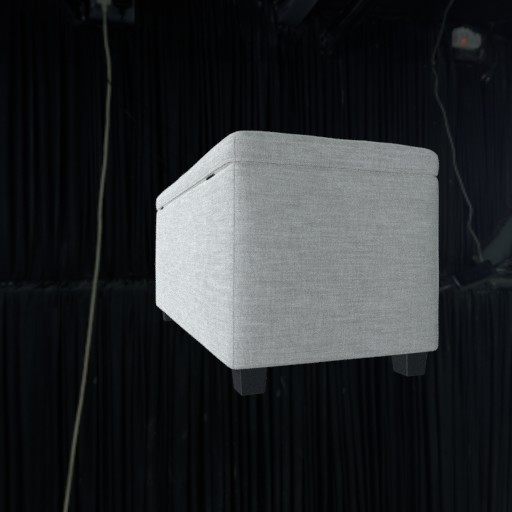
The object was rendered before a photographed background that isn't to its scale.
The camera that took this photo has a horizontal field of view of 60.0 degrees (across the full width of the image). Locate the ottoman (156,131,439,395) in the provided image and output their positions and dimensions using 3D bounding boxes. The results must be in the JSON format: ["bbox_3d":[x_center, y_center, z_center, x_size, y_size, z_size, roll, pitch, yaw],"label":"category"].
[{"bbox_3d":[0.000,0.000,1.151,0.419,0.432,0.902,0,1,-20],"label":"ottoman"}]
